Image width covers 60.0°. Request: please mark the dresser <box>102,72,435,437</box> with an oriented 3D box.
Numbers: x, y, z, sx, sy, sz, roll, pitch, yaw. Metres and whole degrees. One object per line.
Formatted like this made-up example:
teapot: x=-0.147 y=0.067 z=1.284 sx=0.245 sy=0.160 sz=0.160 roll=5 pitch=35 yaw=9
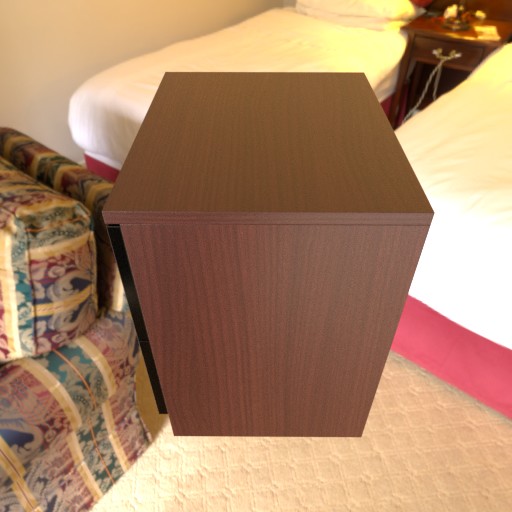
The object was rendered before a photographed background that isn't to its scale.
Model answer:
dresser: x=0.000 y=0.000 z=0.749 sx=0.360 sy=0.470 sz=0.400 roll=0 pitch=41 yaw=0
